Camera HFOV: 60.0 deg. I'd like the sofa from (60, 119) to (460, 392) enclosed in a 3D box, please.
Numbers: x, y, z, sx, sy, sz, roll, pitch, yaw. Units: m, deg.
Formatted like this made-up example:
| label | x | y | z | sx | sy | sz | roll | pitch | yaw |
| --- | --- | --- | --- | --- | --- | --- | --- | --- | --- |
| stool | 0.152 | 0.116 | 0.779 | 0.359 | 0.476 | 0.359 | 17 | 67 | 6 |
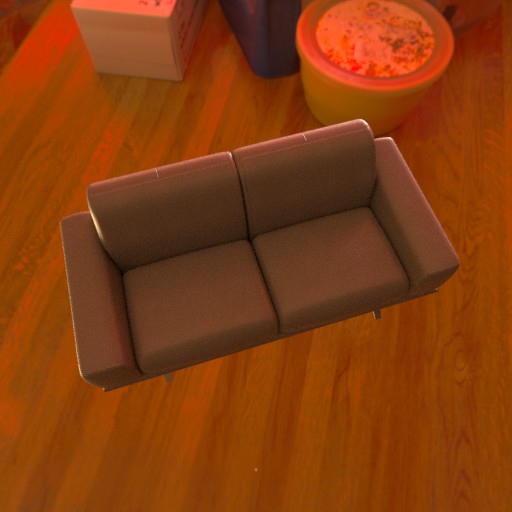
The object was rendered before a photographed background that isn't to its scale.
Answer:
| label | x | y | z | sx | sy | sz | roll | pitch | yaw |
| --- | --- | --- | --- | --- | --- | --- | --- | --- | --- |
| sofa | 0.000 | 0.000 | 2.387 | 1.901 | 0.772 | 0.900 | -15 | 65 | -7 |
